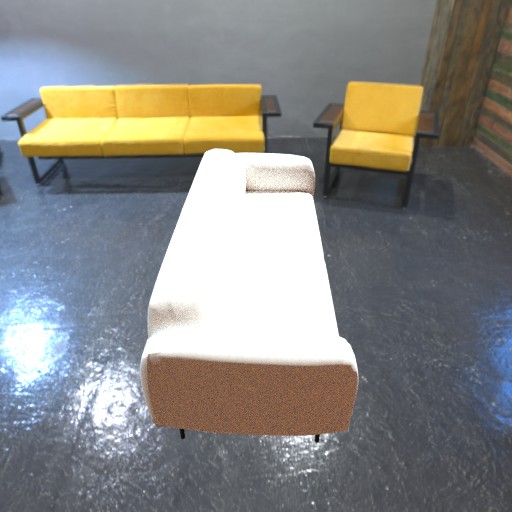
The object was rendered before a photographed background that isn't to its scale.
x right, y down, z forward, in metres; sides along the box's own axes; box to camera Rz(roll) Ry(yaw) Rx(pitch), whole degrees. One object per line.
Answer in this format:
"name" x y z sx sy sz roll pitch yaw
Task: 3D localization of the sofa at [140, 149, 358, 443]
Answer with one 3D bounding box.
"sofa" 0.000 0.000 2.697 0.870 0.780 2.280 1 32 1
